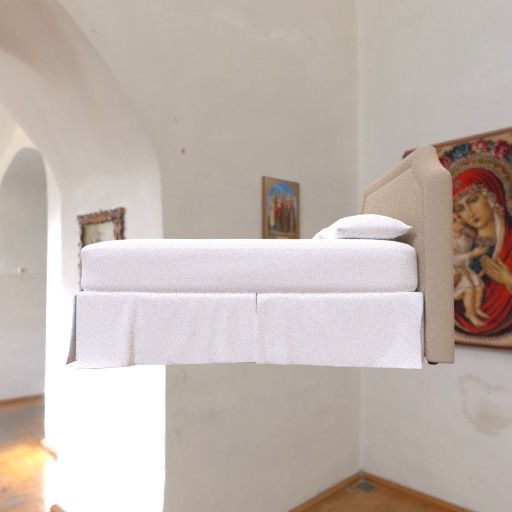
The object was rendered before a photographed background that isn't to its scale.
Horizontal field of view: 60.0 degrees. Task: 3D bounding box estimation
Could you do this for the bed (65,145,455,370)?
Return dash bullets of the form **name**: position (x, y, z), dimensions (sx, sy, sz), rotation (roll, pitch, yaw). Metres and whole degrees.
- **bed**: position (0.000, 0.000, 3.337), dimensions (2.204, 1.301, 1.828), rotation (0, -1, 1)
